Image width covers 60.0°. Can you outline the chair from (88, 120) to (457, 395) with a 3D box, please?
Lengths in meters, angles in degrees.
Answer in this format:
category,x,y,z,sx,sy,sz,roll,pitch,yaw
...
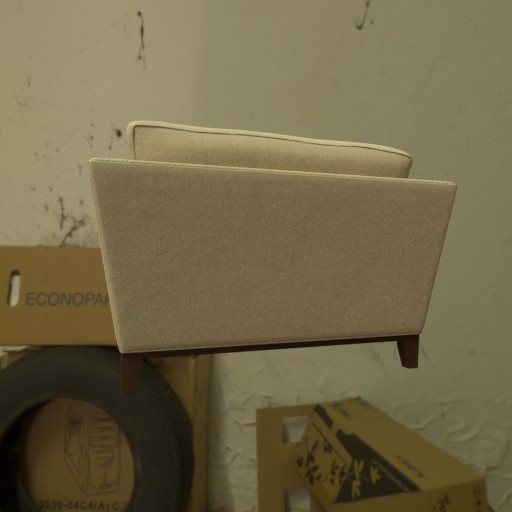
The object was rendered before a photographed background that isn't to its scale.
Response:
category,x,y,z,sx,sy,sz,roll,pitch,yaw
chair,0.000,0.000,2.013,1.397,0.940,0.965,0,0,-19
